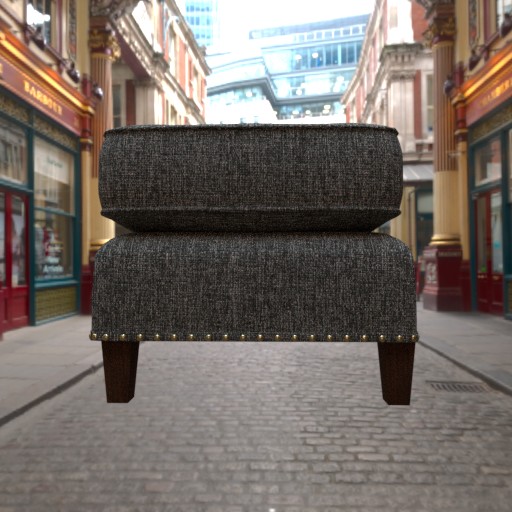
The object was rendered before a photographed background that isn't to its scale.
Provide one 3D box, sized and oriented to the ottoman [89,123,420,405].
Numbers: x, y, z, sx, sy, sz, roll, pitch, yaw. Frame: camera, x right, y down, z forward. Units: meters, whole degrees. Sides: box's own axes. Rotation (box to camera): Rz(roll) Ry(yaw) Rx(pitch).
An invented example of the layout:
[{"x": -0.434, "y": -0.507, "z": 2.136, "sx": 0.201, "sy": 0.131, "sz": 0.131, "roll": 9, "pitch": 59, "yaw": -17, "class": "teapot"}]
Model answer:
[{"x": 0.000, "y": 0.000, "z": 1.128, "sx": 0.589, "sy": 0.537, "sz": 0.738, "roll": 0, "pitch": -1, "yaw": 1, "class": "ottoman"}]
